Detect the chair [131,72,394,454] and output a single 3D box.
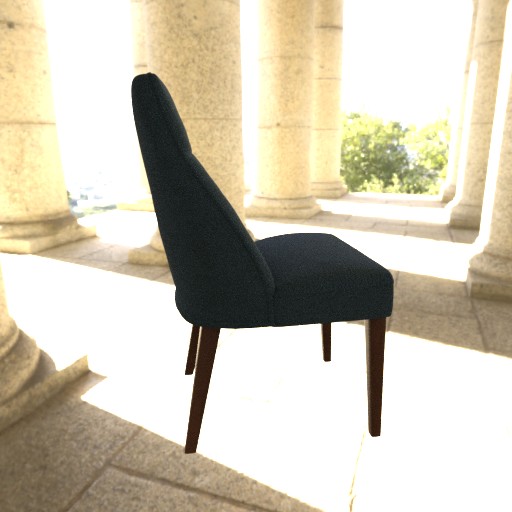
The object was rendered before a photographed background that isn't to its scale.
[{"bbox_3d":[0.000,0.000,1.258,0.620,0.930,0.500,-2,15,-9],"label":"chair"}]
